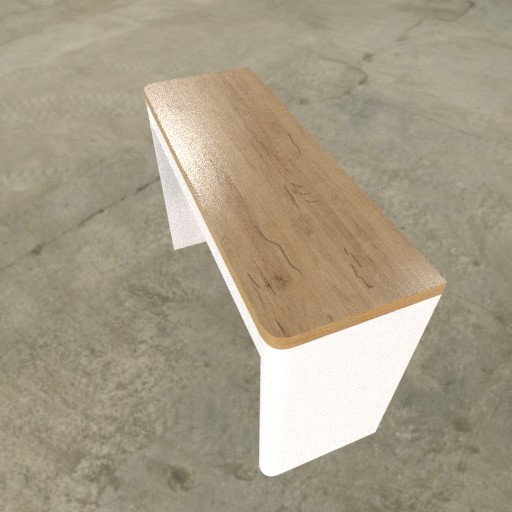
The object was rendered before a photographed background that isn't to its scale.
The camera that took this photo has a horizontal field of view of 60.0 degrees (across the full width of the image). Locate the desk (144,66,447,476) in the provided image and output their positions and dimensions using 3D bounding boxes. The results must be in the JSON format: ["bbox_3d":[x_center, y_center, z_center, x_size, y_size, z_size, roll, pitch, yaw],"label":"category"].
[{"bbox_3d":[0.000,0.000,1.472,0.390,0.760,1.100,-16,49,-15],"label":"desk"}]
